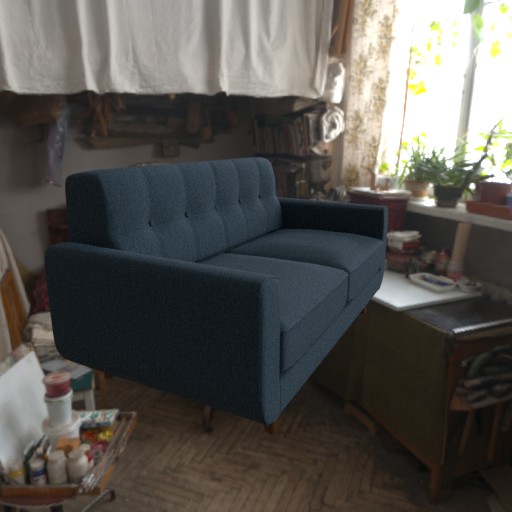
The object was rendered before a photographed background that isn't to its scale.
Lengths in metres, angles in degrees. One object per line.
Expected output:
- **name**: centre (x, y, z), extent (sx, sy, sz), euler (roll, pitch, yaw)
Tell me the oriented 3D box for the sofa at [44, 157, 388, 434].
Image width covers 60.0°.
- **sofa**: centre (0.000, 0.000, 2.169), extent (0.942, 0.896, 1.651), euler (8, 17, 27)
